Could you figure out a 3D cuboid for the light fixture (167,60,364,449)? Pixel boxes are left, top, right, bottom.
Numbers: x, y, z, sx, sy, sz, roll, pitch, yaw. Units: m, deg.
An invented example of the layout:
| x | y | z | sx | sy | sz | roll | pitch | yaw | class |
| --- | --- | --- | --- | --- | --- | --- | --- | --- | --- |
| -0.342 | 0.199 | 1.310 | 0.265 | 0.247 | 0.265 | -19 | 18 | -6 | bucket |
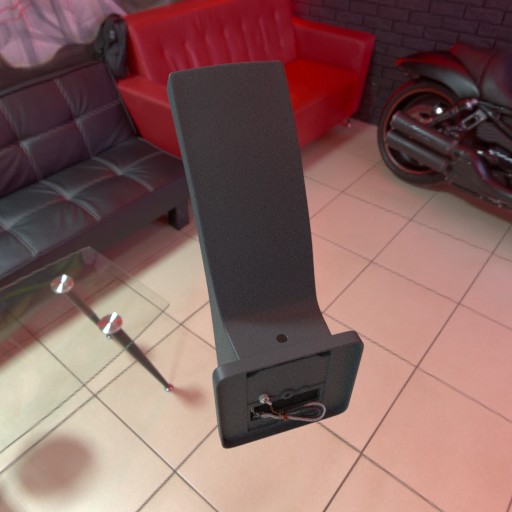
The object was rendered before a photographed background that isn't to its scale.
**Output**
| x | y | z | sx | sy | sz | roll | pitch | yaw | class |
| --- | --- | --- | --- | --- | --- | --- | --- | --- | --- |
| 0.000 | 0.000 | 0.339 | 0.108 | 0.243 | 0.174 | -12 | 43 | -13 | light fixture |
